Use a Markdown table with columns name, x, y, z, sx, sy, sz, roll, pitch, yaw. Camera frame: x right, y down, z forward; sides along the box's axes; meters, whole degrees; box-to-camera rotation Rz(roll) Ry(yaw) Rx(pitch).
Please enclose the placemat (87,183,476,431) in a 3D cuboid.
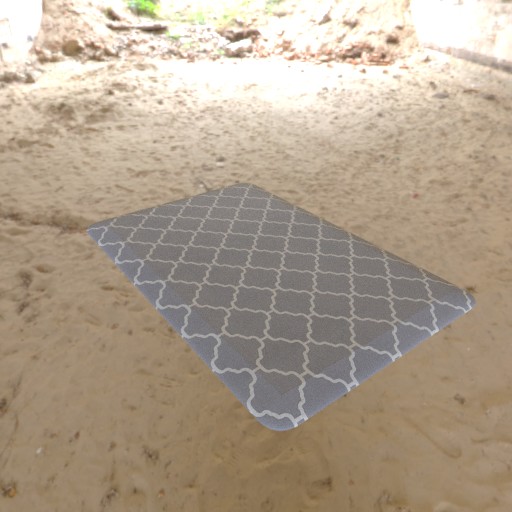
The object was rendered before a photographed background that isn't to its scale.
| name | x | y | z | sx | sy | sz | roll | pitch | yaw |
| --- | --- | --- | --- | --- | --- | --- | --- | --- | --- |
| placemat | 0.000 | 0.000 | 0.966 | 0.508 | 0.021 | 0.762 | -21 | 37 | -31 |
